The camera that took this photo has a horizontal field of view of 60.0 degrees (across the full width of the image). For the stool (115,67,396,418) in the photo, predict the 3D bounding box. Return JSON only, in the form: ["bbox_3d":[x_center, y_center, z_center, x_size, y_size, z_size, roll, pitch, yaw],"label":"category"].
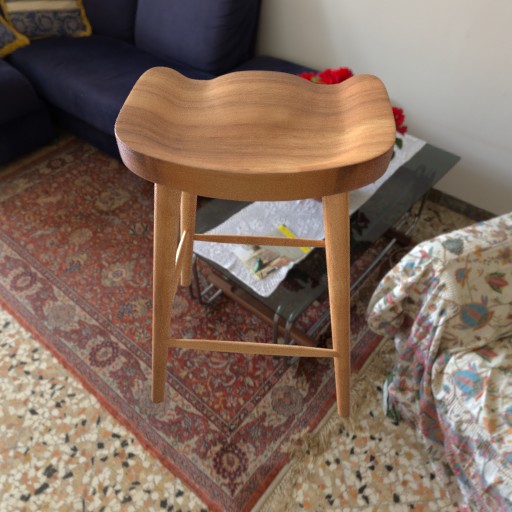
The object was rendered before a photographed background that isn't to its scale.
[{"bbox_3d":[0.000,0.000,0.871,0.440,0.615,0.361,3,47,3],"label":"stool"}]
